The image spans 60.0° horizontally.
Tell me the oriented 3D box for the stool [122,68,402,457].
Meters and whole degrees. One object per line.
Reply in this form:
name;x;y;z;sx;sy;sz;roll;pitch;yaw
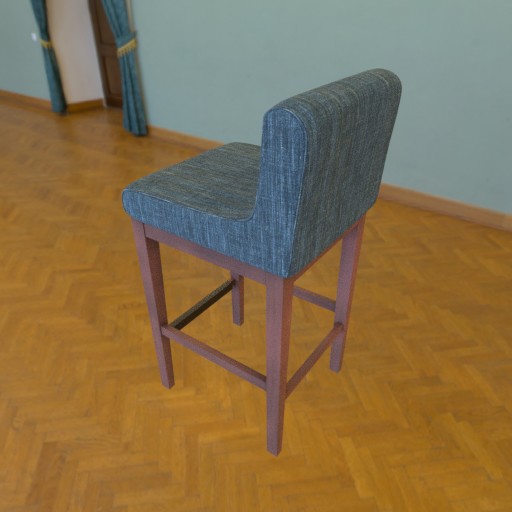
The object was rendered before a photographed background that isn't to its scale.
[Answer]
stool;0.000;0.000;1.066;0.459;0.835;0.395;20;37;29
